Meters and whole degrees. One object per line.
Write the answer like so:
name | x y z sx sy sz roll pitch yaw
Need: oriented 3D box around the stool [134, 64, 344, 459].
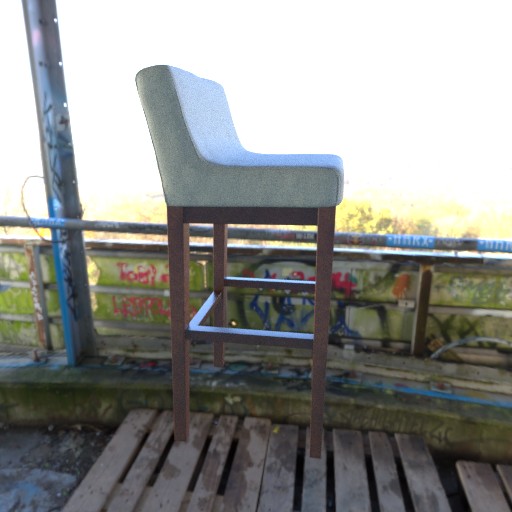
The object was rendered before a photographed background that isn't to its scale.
stool | 0.000 0.000 1.347 0.500 1.037 0.511 3 16 10
